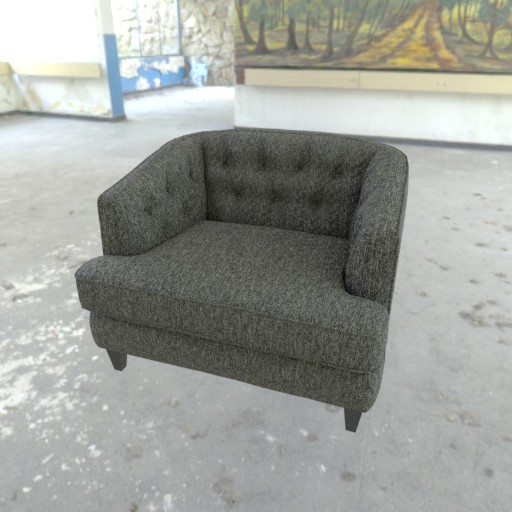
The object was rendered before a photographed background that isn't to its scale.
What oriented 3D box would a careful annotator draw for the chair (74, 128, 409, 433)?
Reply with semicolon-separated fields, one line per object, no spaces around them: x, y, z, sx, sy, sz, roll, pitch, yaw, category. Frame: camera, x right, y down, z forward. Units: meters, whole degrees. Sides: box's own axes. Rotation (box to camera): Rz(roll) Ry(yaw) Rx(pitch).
0.000;0.000;1.798;1.104;0.852;0.941;9;27;17;chair
